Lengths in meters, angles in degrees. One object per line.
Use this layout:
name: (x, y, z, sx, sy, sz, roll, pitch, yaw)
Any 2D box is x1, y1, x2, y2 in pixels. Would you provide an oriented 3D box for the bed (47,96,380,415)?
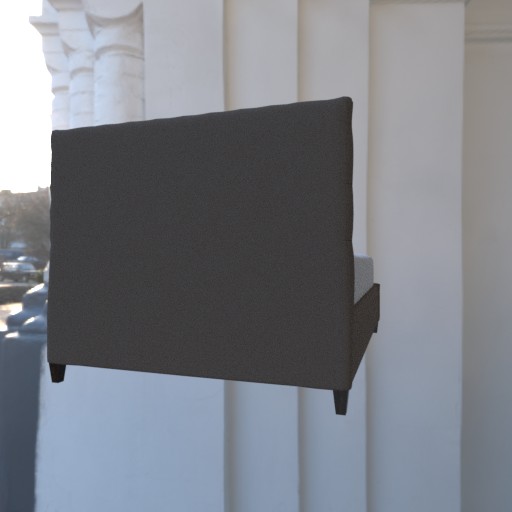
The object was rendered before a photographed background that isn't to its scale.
bed: (0.000, 0.000, 3.333, 1.698, 1.427, 2.387, 0, 0, 19)
